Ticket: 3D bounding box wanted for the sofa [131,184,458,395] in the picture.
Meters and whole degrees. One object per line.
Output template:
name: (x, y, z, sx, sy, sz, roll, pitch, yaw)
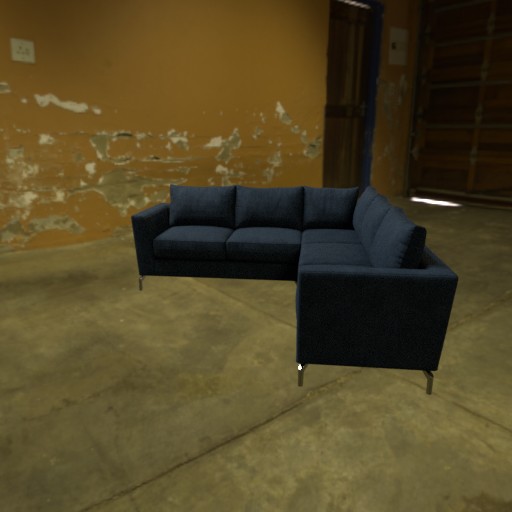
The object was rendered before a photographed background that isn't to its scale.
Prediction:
sofa: (0.000, 0.000, 3.739, 2.472, 0.988, 2.463, 2, 15, 6)
